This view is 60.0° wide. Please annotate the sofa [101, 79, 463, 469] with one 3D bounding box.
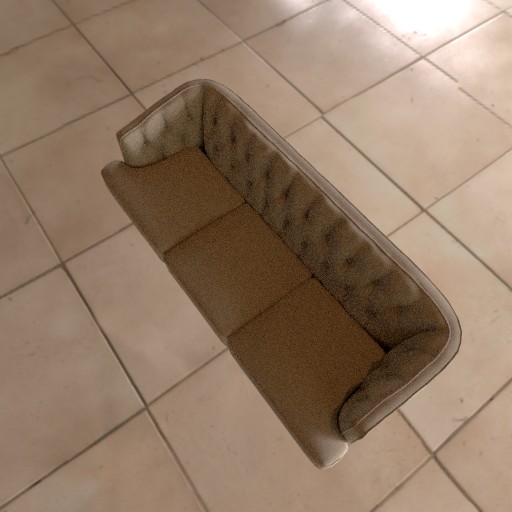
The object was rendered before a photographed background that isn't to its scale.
[{"bbox_3d":[0.000,0.000,2.676,0.941,0.855,2.278,-34,67,-17],"label":"sofa"}]
